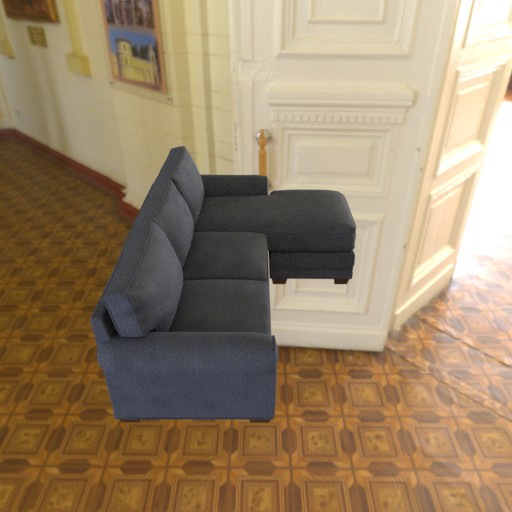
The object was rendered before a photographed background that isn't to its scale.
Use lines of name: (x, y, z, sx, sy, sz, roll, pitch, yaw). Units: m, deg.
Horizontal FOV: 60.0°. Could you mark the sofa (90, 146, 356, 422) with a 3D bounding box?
sofa: (0.000, 0.000, 3.520, 1.780, 1.063, 2.567, 0, 33, 0)
